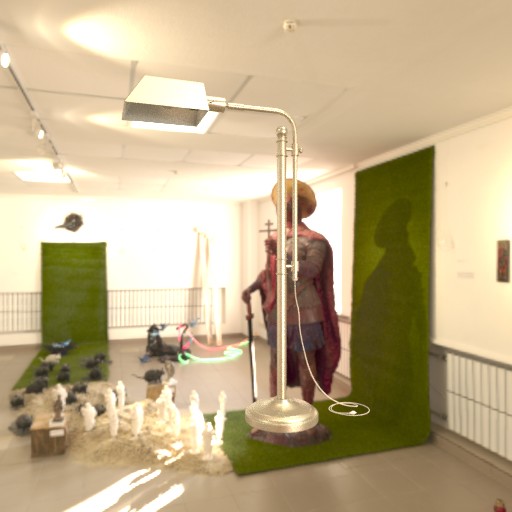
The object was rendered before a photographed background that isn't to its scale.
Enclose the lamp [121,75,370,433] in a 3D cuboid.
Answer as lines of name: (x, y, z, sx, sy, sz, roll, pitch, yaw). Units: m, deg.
lamp: (0.000, 0.000, 0.945, 0.546, 0.708, 0.159, 0, 0, -18)
